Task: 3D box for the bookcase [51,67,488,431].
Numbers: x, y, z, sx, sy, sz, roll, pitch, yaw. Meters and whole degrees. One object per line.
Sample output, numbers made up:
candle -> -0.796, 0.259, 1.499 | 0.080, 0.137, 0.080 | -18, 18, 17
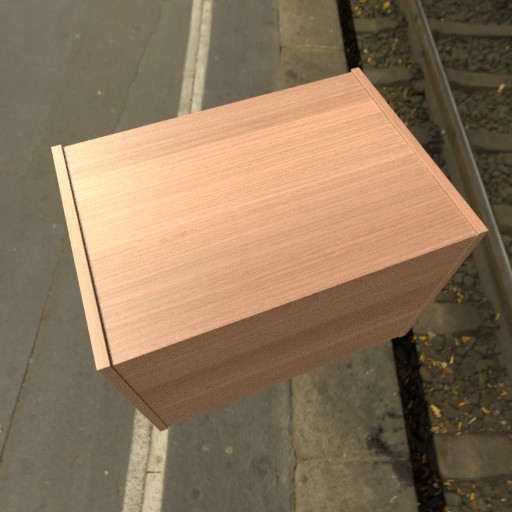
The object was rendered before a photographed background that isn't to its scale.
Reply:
bookcase -> 0.000, 0.000, 0.630 | 0.415, 0.305, 0.290 | -18, 61, -11
